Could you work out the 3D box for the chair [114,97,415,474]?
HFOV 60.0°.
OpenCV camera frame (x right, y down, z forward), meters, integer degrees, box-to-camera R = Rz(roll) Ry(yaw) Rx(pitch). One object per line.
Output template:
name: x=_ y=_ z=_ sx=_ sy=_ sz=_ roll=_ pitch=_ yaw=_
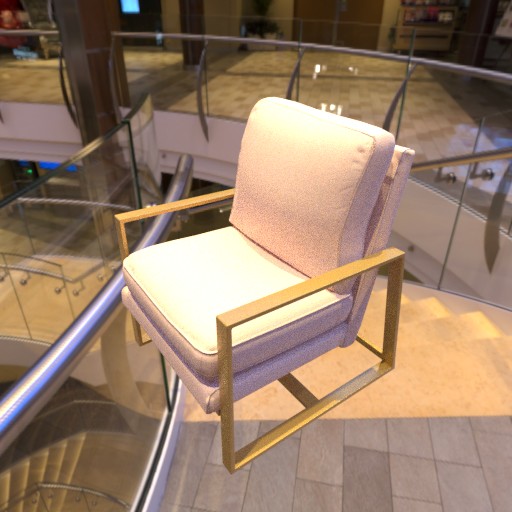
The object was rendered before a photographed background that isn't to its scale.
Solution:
chair: x=0.000 y=0.000 z=1.570 sx=0.813 sy=0.956 sz=0.758 roll=-20 pitch=37 yaw=-30
